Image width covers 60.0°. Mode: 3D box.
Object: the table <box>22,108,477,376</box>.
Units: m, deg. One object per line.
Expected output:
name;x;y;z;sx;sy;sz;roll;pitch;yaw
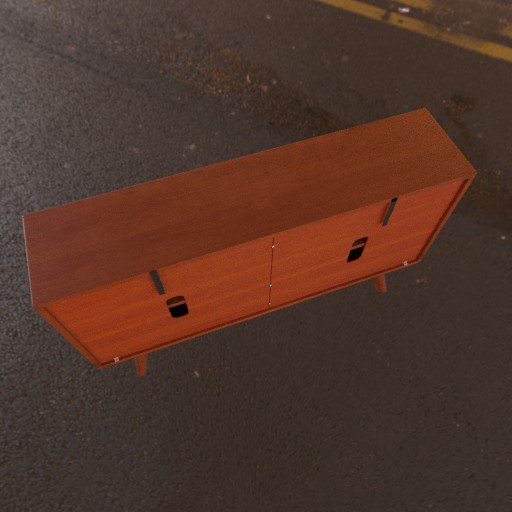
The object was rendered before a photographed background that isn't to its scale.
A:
table;0.000;0.000;1.512;1.220;0.698;0.308;-17;61;-10
